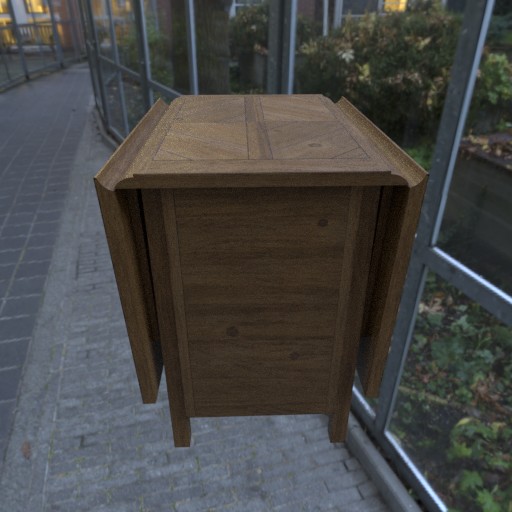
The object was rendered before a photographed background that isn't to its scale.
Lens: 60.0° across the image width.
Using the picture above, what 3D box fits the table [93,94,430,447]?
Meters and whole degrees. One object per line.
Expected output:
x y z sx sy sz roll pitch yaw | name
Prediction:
0.000 0.000 1.285 0.591 0.763 0.746 -1 30 -2 | table
